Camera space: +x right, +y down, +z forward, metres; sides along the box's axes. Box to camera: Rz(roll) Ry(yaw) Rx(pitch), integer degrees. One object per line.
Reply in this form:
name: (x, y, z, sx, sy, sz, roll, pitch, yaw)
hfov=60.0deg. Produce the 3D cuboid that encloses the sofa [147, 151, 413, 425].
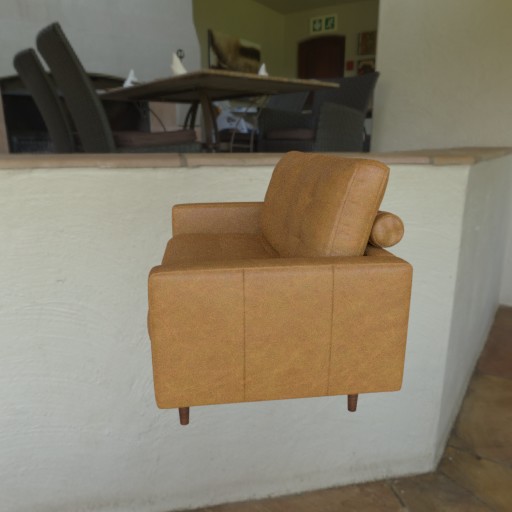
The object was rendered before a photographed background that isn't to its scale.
sofa: (0.000, 0.000, 2.002, 0.868, 0.898, 1.430, -2, 15, -7)
